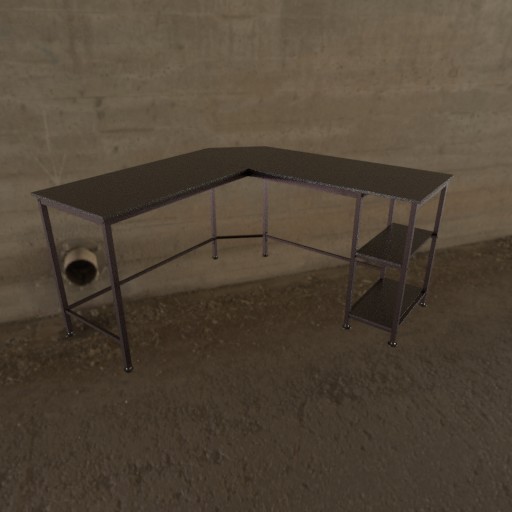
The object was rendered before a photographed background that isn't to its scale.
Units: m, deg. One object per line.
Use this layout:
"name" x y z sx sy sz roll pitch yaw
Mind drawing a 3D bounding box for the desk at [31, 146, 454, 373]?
"desk" 0.000 0.000 2.186 1.379 0.739 1.379 18 31 33
